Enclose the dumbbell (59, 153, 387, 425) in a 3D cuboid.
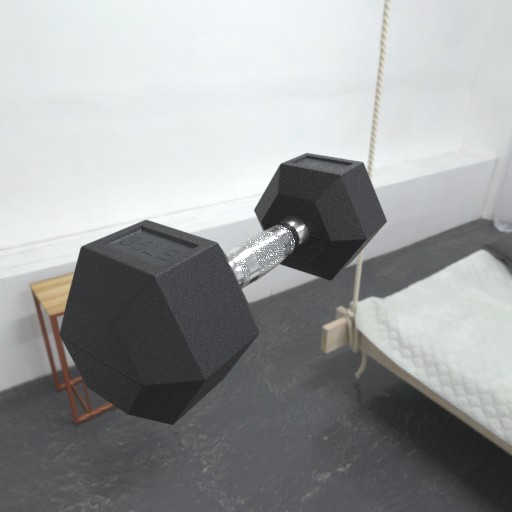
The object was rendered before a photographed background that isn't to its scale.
[{"bbox_3d":[0.000,0.000,0.418,0.141,0.123,0.356,18,32,31],"label":"dumbbell"}]
